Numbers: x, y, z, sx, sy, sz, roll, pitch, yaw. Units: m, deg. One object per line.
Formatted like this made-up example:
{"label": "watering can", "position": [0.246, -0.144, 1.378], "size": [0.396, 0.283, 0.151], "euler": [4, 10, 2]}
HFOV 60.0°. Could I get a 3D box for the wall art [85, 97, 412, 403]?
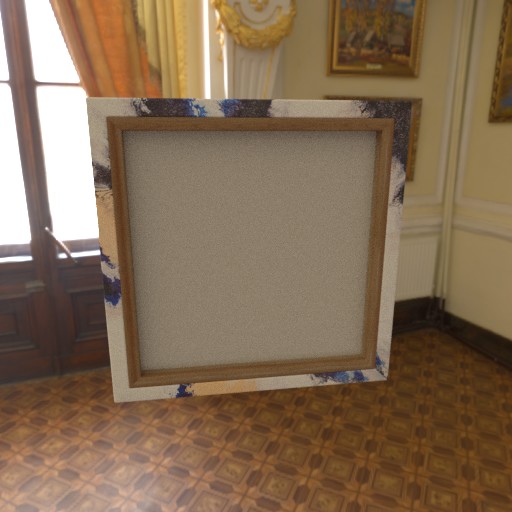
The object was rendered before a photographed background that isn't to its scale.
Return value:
{"label": "wall art", "position": [0.000, 0.000, 0.914], "size": [0.609, 0.609, 0.039], "euler": [-2, 15, -8]}
